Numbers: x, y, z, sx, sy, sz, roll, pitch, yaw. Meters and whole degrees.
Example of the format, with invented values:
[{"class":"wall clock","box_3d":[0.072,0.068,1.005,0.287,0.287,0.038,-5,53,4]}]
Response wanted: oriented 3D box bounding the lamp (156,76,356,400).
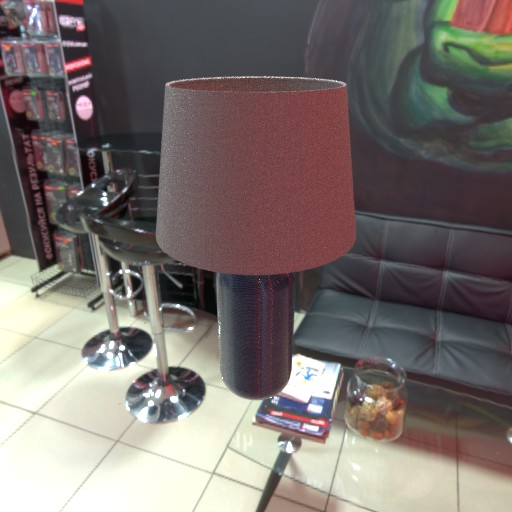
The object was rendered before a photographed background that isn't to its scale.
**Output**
[{"class":"lamp","box_3d":[0.000,0.000,0.587,0.253,0.428,0.253,0,26,0]}]
